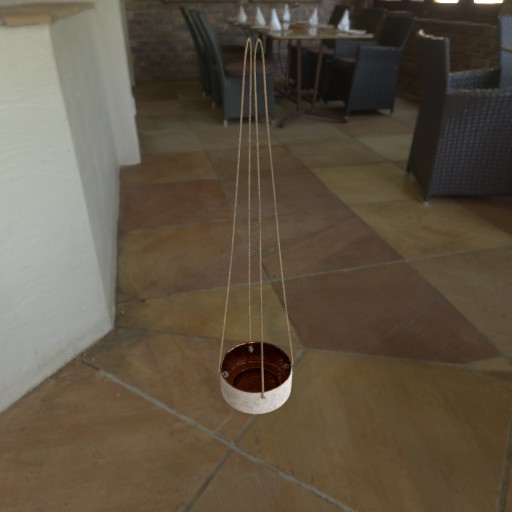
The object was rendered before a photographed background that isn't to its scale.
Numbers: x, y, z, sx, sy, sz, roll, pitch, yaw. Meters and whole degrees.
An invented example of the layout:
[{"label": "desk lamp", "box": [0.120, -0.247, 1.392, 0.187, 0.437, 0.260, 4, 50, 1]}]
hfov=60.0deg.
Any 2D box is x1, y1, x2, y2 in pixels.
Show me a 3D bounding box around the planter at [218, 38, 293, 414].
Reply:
[{"label": "planter", "box": [0.000, 0.000, 1.165, 0.223, 1.030, 0.223, 19, 36, 29]}]
